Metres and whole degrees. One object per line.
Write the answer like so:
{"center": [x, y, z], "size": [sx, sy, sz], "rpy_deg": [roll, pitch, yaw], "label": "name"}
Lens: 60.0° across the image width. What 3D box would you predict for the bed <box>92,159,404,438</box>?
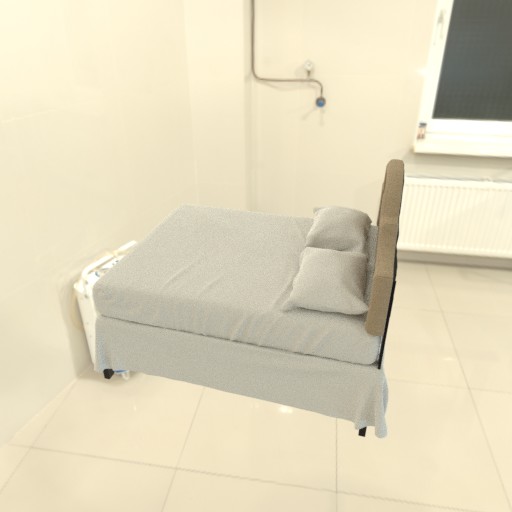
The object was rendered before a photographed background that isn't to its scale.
{"center": [0.000, 0.000, 3.437], "size": [2.222, 1.634, 1.780], "rpy_deg": [8, 30, 14], "label": "bed"}
